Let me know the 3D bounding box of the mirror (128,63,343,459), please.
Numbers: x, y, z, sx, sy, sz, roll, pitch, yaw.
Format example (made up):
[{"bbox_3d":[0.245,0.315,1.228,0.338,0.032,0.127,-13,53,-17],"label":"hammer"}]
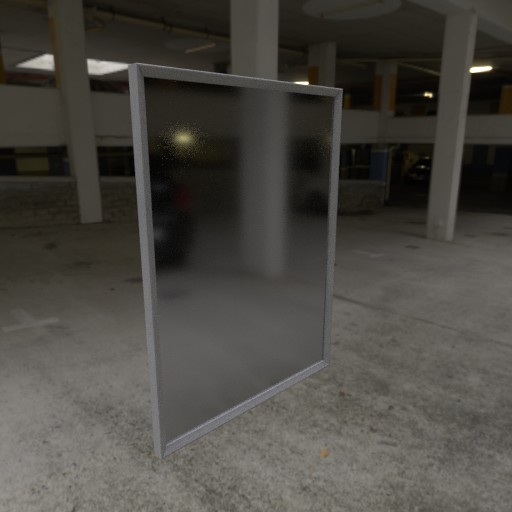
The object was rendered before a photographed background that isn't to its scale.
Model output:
[{"bbox_3d":[0.000,0.000,1.363,0.762,1.016,0.041,-14,20,-42],"label":"mirror"}]
